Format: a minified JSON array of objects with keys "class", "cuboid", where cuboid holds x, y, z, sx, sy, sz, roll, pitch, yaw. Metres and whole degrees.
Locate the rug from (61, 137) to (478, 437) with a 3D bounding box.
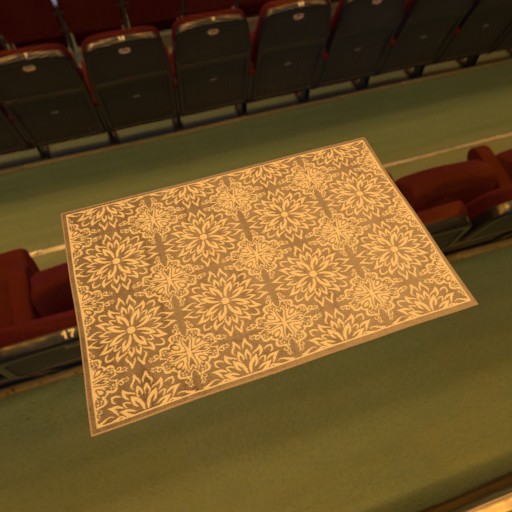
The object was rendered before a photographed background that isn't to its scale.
[{"class":"rug","cuboid":[0.000,0.000,2.284,1.847,0.012,1.224,-16,59,-10]}]
